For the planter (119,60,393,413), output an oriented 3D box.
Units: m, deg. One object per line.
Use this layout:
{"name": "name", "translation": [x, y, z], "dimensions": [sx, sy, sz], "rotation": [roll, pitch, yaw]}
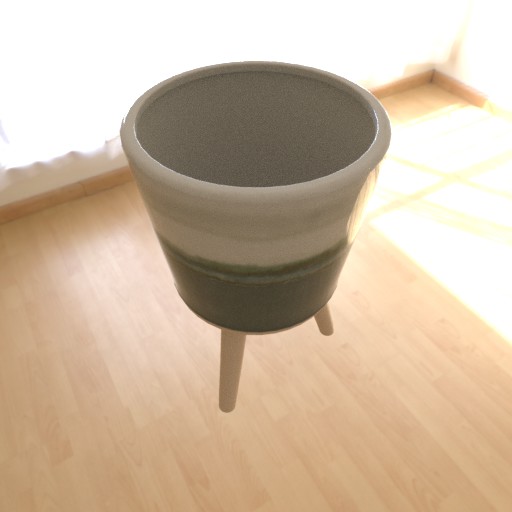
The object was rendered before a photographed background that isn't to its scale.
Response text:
{"name": "planter", "translation": [0.000, 0.000, 0.476], "dimensions": [0.217, 0.331, 0.217], "rotation": [26, 51, 22]}
